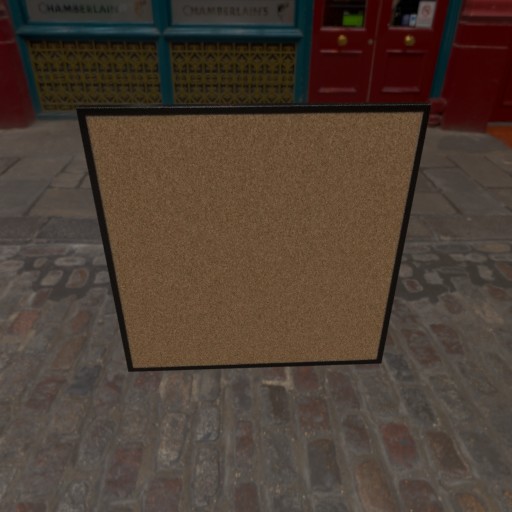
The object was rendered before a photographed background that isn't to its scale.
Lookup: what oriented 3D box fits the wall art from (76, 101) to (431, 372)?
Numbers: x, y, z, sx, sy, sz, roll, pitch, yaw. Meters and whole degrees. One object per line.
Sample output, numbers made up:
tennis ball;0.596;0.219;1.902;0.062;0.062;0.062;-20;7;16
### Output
wall art;0.000;0.000;0.529;0.349;0.349;0.014;-1;30;-2
